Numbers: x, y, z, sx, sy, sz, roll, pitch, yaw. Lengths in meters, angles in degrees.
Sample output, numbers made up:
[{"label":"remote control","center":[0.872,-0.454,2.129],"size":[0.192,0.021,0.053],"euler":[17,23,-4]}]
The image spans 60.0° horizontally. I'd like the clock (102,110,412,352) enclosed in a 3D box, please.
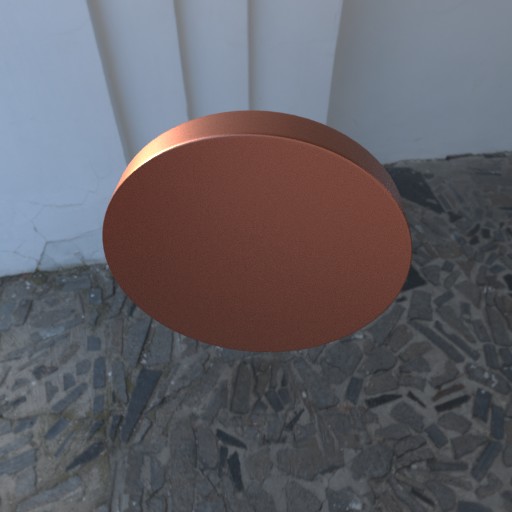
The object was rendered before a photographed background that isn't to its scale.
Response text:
[{"label":"clock","center":[0.000,0.000,0.473],"size":[0.313,0.313,0.040],"euler":[3,46,3]}]
